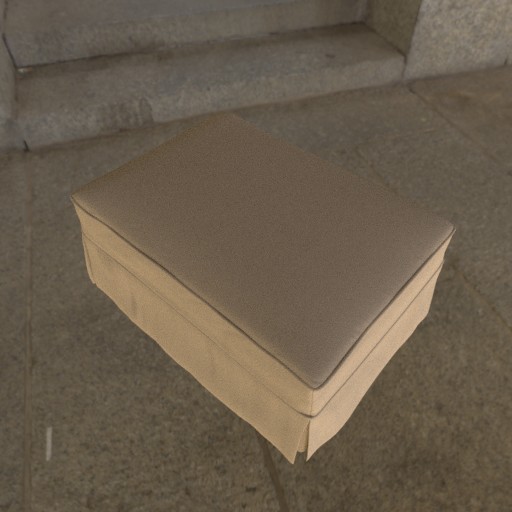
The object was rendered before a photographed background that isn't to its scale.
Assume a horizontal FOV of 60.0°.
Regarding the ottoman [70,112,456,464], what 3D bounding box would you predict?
[{"bbox_3d":[0.000,0.000,1.371,0.959,0.482,0.721,34,56,27],"label":"ottoman"}]
